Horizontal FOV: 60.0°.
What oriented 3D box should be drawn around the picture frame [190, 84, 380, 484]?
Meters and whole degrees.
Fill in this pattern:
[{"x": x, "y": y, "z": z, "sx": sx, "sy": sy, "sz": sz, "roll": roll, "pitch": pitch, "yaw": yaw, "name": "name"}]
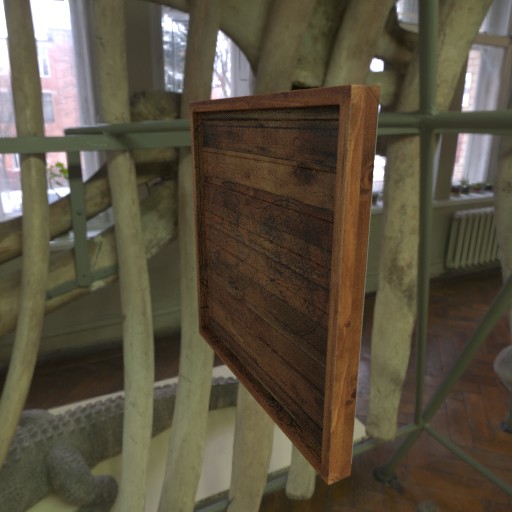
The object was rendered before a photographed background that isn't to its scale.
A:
[{"x": 0.000, "y": 0.000, "z": 0.524, "sx": 0.028, "sy": 0.356, "sz": 0.352, "roll": -9, "pitch": 19, "yaw": -26, "name": "picture frame"}]
